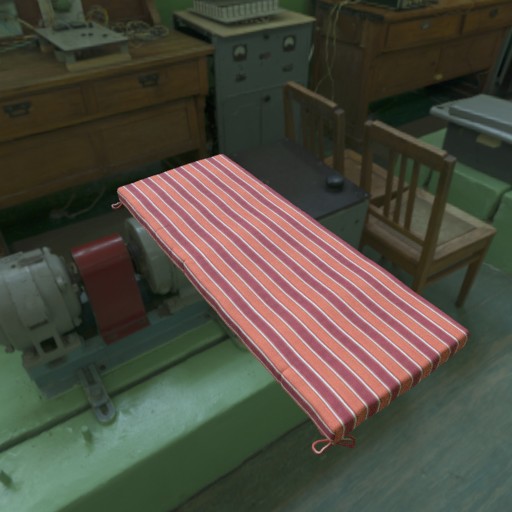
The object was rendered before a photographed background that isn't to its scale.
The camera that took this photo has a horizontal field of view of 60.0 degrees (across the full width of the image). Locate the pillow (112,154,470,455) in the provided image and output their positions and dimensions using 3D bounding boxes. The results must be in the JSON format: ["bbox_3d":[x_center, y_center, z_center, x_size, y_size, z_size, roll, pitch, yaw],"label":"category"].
[{"bbox_3d":[0.000,0.000,1.347,0.492,0.081,1.187,-25,46,-26],"label":"pillow"}]
